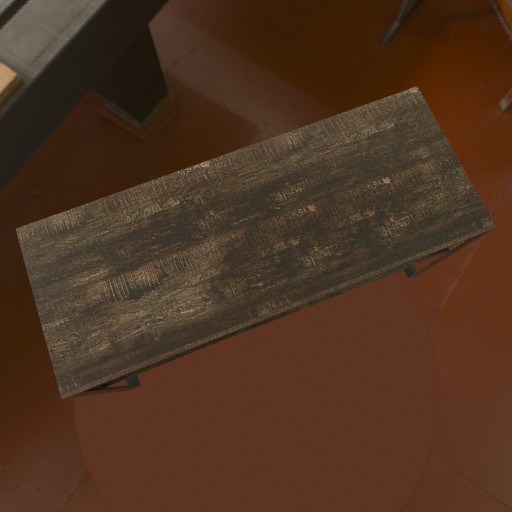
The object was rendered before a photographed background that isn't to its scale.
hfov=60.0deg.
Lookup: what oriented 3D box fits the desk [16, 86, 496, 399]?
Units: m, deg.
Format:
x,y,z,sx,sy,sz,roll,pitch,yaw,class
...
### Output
x,y,z,sx,sy,sz,roll,pitch,yaw,class
0.000,0.000,1.877,1.524,0.762,0.599,-21,76,-5,desk
